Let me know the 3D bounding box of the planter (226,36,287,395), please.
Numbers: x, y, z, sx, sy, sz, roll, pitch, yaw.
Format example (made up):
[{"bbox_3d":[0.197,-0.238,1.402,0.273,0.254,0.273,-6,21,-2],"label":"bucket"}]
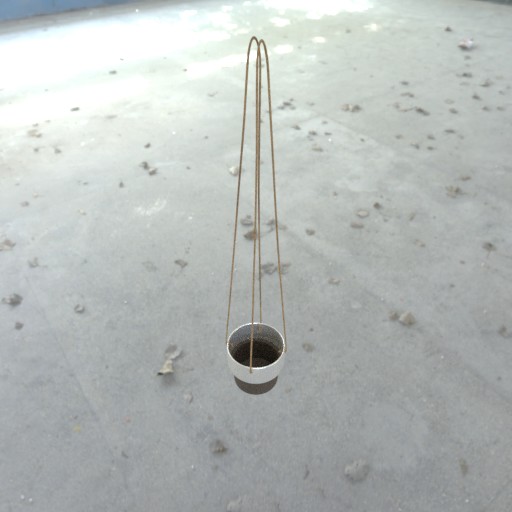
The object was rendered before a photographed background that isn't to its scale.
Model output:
[{"bbox_3d":[0.000,0.000,1.176,0.187,1.073,0.187,-25,46,-26],"label":"planter"}]
